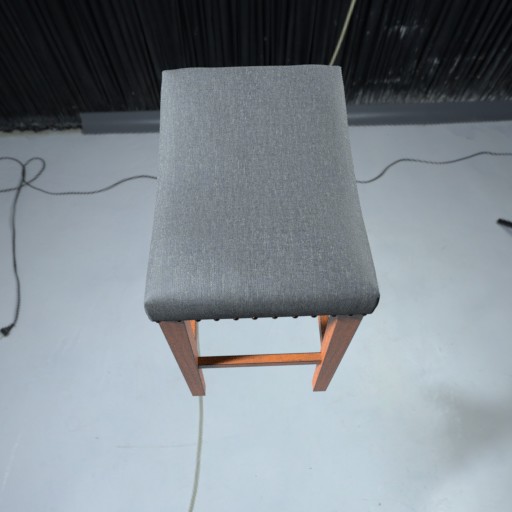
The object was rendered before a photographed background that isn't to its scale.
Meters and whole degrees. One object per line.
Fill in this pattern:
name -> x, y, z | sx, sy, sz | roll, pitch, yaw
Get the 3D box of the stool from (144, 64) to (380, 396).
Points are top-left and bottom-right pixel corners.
stool -> 0.000, 0.000, 0.893 | 0.320, 0.612, 0.439 | -2, 64, -1
